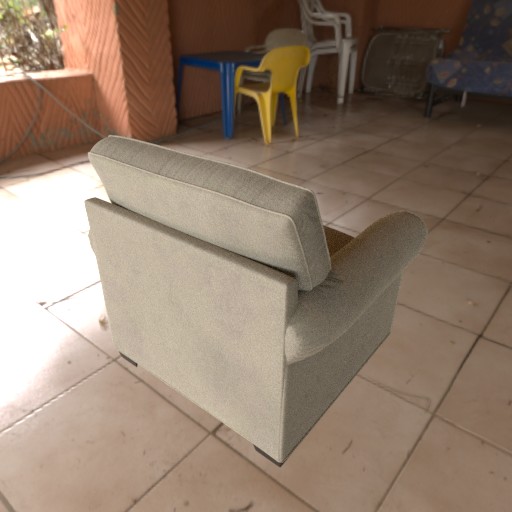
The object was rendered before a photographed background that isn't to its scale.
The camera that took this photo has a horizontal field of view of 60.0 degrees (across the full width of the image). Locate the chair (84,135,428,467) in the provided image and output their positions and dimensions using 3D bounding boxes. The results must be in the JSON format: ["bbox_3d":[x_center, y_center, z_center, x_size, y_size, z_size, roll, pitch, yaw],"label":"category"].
[{"bbox_3d":[0.000,0.000,1.899,1.147,1.044,0.939,22,36,33],"label":"chair"}]
